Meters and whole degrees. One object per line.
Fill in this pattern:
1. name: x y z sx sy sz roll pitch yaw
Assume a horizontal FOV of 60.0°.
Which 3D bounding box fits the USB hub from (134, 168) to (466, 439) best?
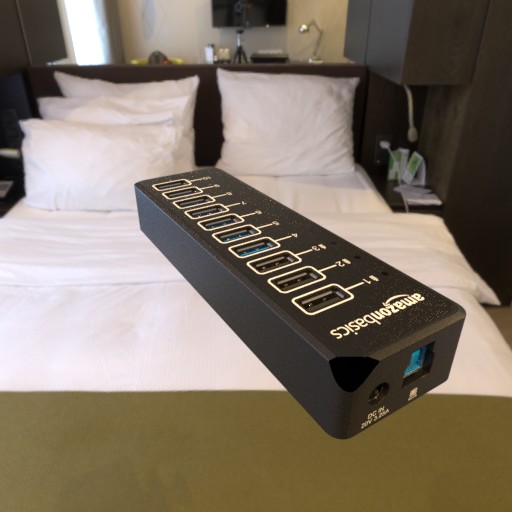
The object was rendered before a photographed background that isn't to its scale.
1. USB hub: 0.000 0.000 0.164 0.044 0.023 0.145 -17 33 -28
